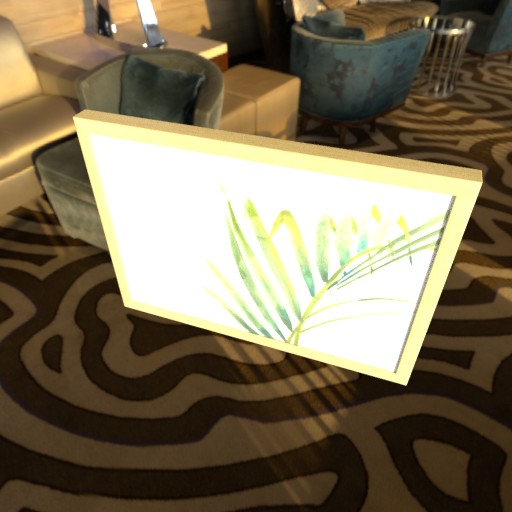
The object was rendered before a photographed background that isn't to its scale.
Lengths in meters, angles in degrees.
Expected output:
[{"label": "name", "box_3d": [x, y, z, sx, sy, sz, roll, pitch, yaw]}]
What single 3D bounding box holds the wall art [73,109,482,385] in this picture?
[{"label": "wall art", "box_3d": [0.000, 0.000, 0.683, 0.533, 0.381, 0.032, 13, 42, 15]}]
